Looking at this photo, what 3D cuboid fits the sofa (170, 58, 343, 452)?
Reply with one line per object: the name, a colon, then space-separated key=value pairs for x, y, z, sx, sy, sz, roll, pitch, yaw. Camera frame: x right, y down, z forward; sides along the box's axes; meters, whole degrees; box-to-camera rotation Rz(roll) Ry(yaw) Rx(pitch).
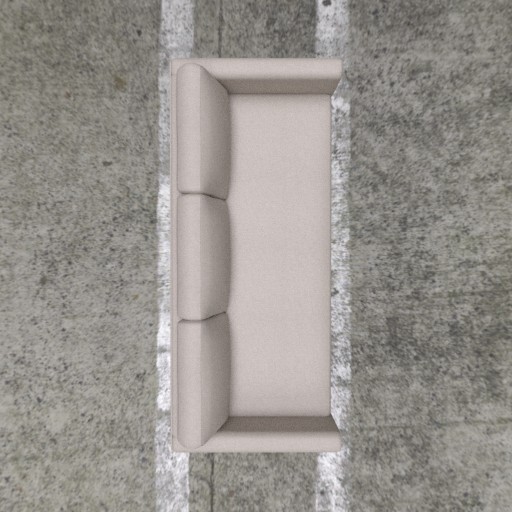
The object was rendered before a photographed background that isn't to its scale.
sofa: x=0.000 y=0.000 z=2.691 sx=0.959 sy=0.838 sz=2.210 roll=0 pitch=91 yaw=0
